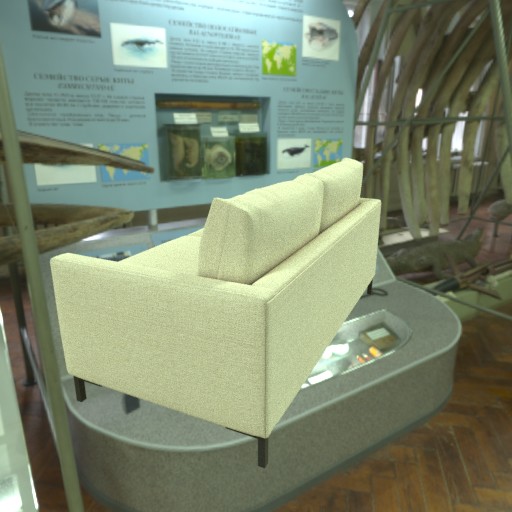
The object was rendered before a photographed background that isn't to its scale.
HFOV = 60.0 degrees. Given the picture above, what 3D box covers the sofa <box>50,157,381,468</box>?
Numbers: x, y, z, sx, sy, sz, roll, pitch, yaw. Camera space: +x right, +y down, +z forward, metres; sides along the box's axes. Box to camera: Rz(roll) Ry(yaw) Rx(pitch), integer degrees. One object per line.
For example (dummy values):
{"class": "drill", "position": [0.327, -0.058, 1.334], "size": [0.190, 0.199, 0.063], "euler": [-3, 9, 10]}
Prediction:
{"class": "sofa", "position": [0.000, 0.000, 2.084], "size": [0.839, 0.812, 1.651], "euler": [8, 19, 24]}
